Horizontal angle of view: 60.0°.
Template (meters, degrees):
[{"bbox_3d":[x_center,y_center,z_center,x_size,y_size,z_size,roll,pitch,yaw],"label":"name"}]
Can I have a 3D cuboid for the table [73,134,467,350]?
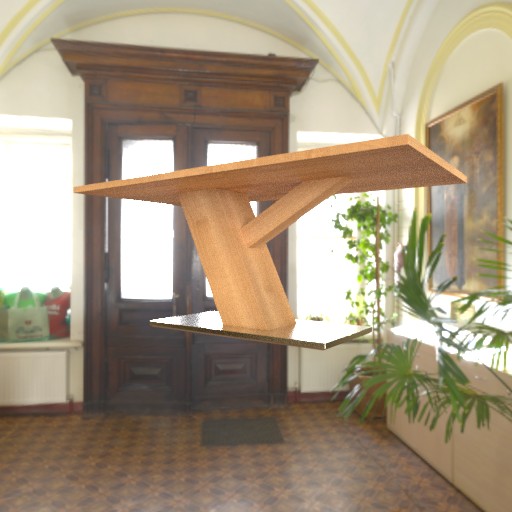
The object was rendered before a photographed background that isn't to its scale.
[{"bbox_3d":[0.000,0.000,2.249,1.800,0.750,0.900,0,0,36],"label":"table"}]
